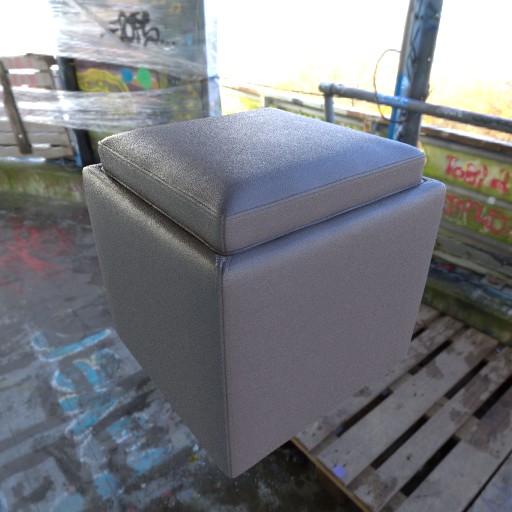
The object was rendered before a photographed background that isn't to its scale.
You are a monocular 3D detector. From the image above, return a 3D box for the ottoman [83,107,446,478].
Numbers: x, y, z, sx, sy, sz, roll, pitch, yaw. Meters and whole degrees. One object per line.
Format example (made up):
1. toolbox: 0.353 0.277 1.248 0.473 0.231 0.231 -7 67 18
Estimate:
1. ottoman: 0.000 0.000 0.815 0.451 0.460 0.450 -21 37 -32
